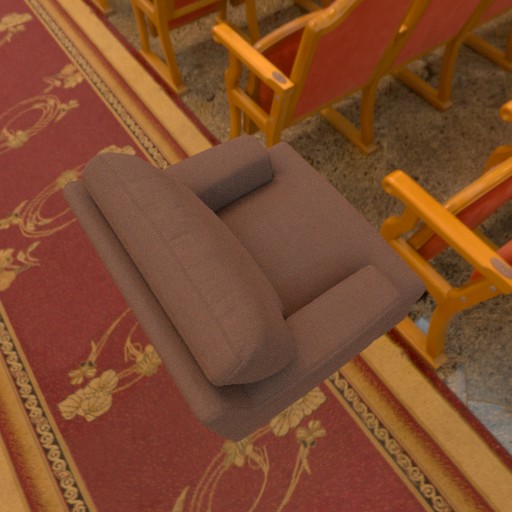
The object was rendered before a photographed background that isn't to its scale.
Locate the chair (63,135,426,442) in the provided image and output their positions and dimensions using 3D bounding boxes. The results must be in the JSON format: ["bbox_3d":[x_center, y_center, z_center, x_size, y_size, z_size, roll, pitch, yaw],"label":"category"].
[{"bbox_3d":[0.000,0.000,1.973,1.143,0.940,1.168,-31,65,-16],"label":"chair"}]
